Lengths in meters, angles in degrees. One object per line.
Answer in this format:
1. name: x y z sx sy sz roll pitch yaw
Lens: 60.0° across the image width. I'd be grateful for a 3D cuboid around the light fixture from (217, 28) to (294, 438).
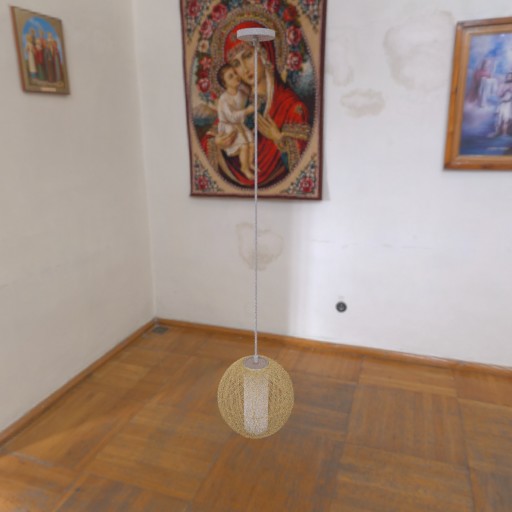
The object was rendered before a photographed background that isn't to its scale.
1. light fixture: 0.000 0.000 2.134 0.406 1.955 0.407 -8 19 -25
